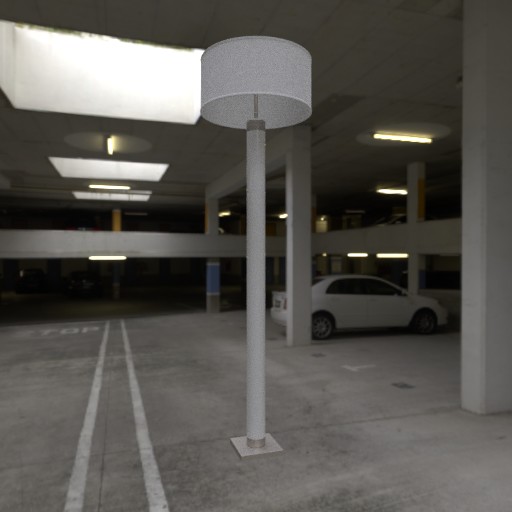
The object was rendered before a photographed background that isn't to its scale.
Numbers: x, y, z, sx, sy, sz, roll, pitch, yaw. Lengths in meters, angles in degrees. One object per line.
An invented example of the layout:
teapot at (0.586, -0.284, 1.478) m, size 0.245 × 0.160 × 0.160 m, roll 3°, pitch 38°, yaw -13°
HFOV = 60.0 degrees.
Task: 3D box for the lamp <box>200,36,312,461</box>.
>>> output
lamp at (0.000, 0.000, 1.679) m, size 0.420 × 1.475 × 0.420 m, roll 0°, pitch 0°, yaw -18°
